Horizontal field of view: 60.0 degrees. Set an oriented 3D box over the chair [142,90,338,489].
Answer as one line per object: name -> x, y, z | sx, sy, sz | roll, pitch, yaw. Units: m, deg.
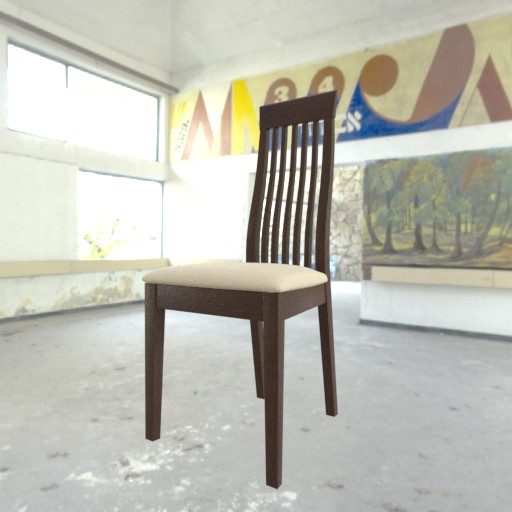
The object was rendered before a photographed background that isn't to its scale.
chair -> 0.000, 0.000, 1.290 | 0.460, 1.027, 0.474 | 1, 2, 35
